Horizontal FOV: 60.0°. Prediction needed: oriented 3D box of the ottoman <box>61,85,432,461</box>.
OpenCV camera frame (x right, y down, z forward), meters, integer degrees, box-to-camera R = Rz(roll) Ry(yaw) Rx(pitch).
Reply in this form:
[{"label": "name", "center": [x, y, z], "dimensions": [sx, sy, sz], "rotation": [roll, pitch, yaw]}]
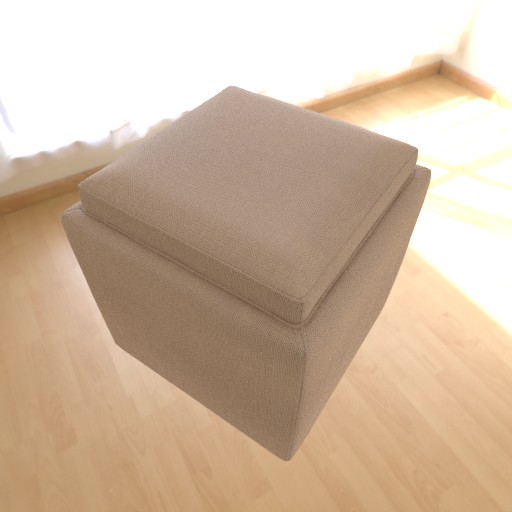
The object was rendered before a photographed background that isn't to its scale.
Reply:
[{"label": "ottoman", "center": [0.000, 0.000, 0.826], "dimensions": [0.451, 0.460, 0.450], "rotation": [27, 53, 22]}]
